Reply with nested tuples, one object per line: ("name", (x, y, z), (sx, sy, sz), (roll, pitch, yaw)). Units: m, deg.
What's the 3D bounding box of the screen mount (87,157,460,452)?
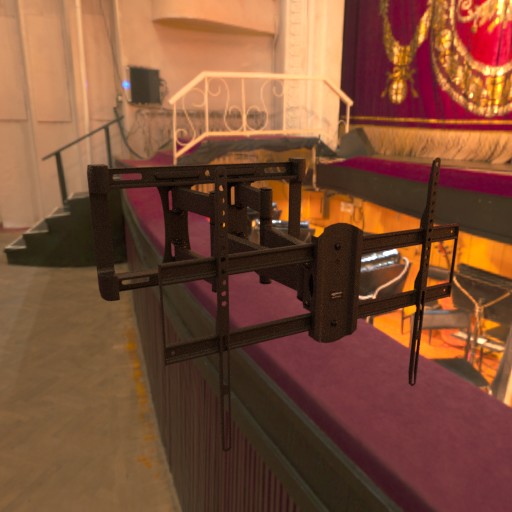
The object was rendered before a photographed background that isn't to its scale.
("screen mount", (0.000, 0.000, 1.079), (0.661, 0.491, 0.644), (-8, 18, -26))
